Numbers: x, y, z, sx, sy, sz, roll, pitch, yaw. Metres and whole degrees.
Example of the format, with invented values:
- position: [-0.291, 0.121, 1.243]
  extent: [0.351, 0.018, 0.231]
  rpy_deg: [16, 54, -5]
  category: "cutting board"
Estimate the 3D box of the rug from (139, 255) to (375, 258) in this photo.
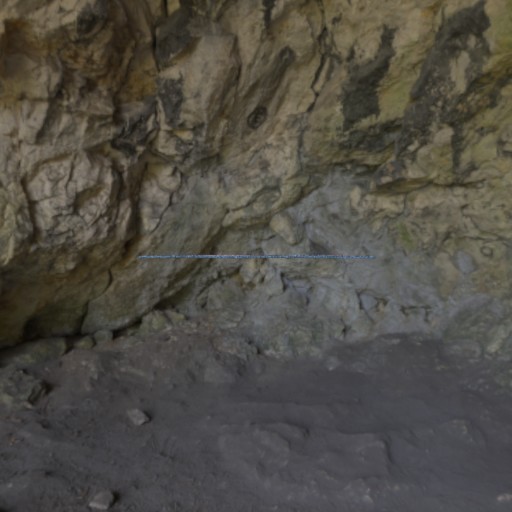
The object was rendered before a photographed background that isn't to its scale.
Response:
- position: [0.000, 0.000, 2.709]
  extent: [0.801, 0.010, 2.459]
  rpy_deg: [0, 0, 0]
  category: "rug"
